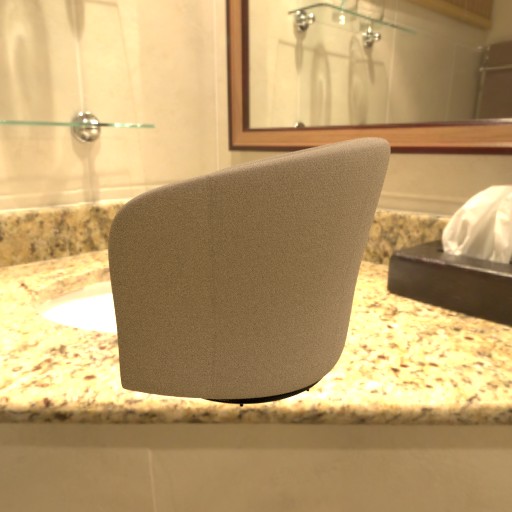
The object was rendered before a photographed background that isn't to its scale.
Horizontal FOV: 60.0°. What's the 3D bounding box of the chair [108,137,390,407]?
[{"bbox_3d":[0.000,0.000,1.492,0.815,0.771,0.791,2,15,8],"label":"chair"}]
